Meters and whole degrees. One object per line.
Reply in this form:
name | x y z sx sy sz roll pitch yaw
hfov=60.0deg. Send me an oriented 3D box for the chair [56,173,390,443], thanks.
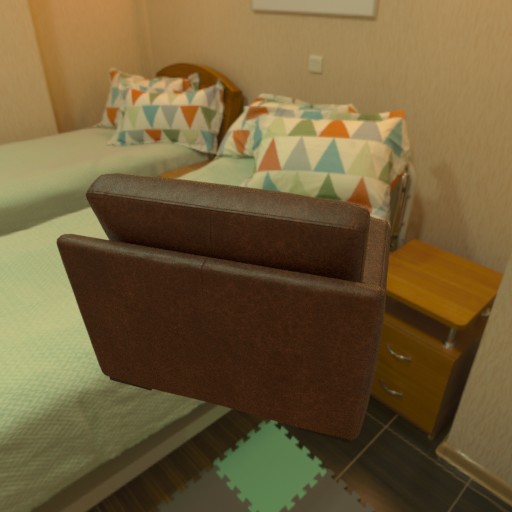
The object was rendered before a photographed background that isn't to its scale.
chair | 0.000 0.000 1.991 1.168 0.939 1.143 9 32 15
